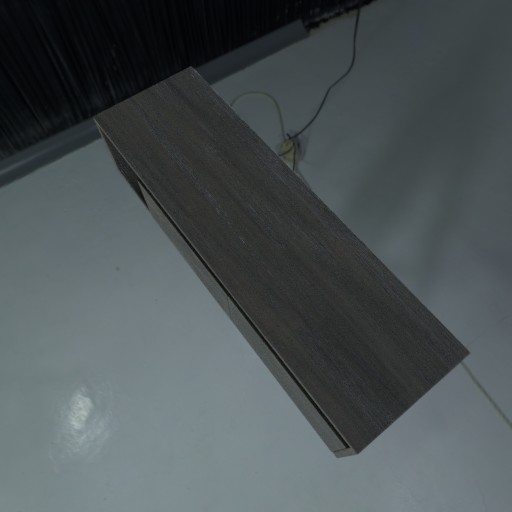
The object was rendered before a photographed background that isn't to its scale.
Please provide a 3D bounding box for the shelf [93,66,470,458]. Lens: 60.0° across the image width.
[{"bbox_3d":[0.000,0.000,1.532,0.400,0.495,1.300,-34,69,-15],"label":"shelf"}]
